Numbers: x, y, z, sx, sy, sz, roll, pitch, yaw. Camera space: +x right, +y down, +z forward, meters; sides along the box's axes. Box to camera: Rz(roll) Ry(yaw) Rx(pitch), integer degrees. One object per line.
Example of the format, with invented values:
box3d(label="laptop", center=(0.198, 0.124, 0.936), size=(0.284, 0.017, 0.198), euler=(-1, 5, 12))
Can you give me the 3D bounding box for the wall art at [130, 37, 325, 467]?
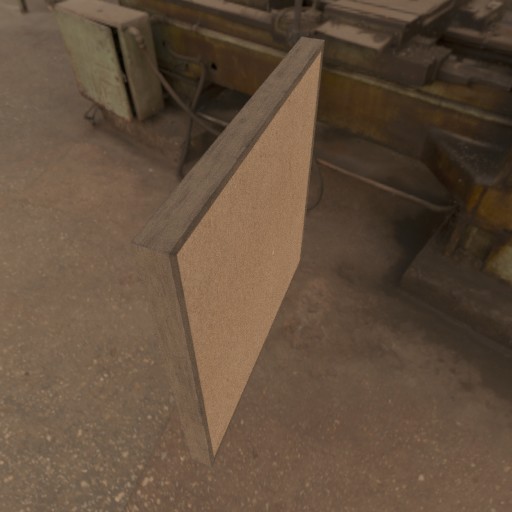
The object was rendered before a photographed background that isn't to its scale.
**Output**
box3d(label="wall art", center=(0.000, 0.000, 0.725), size=(0.038, 0.508, 0.508), euler=(15, 48, 14))
